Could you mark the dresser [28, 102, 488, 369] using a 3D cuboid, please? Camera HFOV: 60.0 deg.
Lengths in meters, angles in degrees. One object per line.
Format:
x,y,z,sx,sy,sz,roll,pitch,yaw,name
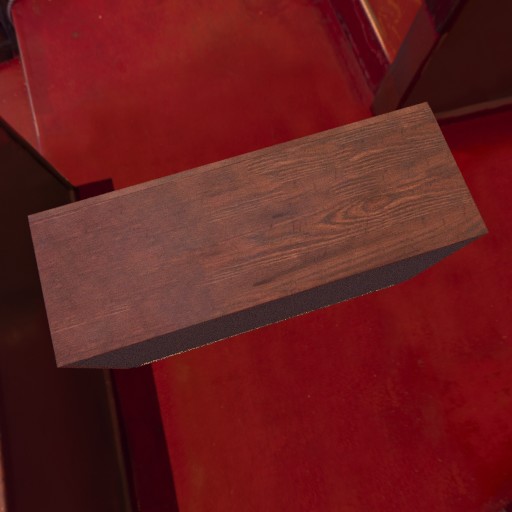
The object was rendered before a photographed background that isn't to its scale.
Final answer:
0.000,0.000,2.196,1.646,1.061,0.623,-17,76,-4,dresser
